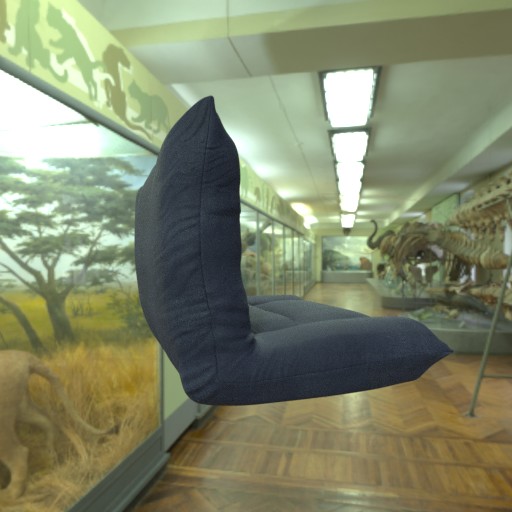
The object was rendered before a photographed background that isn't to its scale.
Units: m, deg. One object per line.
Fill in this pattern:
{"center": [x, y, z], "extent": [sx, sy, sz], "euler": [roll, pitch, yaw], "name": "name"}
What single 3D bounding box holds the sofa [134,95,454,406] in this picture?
{"center": [0.000, 0.000, 1.693], "extent": [0.849, 0.778, 1.122], "euler": [0, 0, -19], "name": "sofa"}
